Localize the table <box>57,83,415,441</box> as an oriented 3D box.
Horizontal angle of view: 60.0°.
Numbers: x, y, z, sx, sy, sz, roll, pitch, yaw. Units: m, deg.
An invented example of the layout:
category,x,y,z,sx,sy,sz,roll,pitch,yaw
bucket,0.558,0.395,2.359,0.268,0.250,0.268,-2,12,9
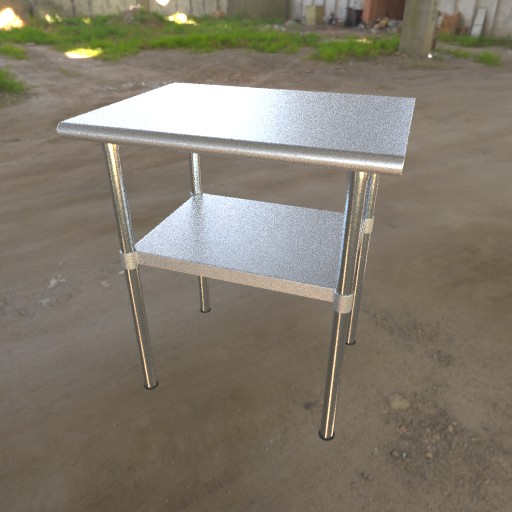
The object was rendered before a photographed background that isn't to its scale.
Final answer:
category,x,y,z,sx,sy,sz,roll,pitch,yaw
table,0.000,0.000,1.358,0.762,0.876,0.584,10,32,16
